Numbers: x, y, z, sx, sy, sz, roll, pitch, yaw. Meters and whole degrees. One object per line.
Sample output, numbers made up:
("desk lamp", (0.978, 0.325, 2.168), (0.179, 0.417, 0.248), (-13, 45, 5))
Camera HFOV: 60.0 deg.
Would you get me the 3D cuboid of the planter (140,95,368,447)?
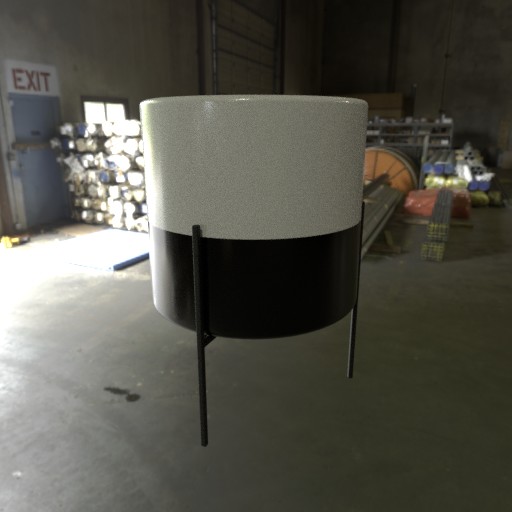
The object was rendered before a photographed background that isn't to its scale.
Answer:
("planter", (0.000, 0.000, 0.655), (0.310, 0.432, 0.310), (3, 17, 9))
